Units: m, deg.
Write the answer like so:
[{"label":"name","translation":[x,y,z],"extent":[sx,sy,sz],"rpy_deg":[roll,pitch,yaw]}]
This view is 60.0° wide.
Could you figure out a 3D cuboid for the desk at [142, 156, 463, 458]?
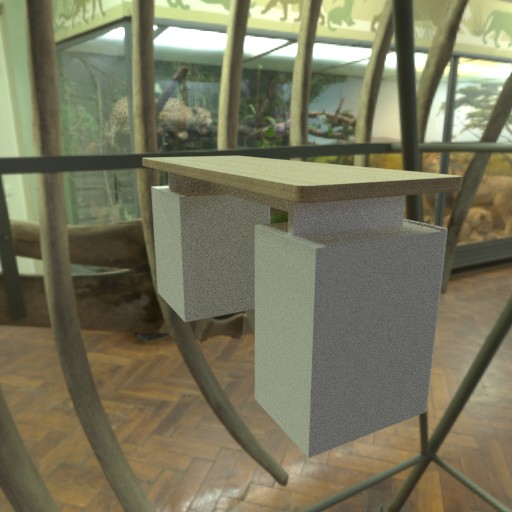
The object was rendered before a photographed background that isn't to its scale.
[{"label":"desk","translation":[0.000,0.000,1.860],"extent":[0.550,0.755,1.500],"rpy_deg":[-8,17,-27]}]
